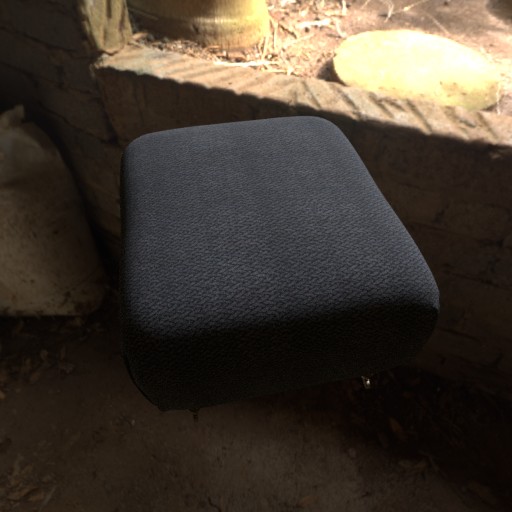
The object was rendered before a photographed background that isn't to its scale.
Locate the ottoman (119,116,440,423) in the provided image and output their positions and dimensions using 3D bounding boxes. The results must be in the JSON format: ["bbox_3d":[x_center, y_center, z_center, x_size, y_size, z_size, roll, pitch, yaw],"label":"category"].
[{"bbox_3d":[0.000,0.000,1.131,0.622,0.450,0.747,-9,48,-8],"label":"ottoman"}]
